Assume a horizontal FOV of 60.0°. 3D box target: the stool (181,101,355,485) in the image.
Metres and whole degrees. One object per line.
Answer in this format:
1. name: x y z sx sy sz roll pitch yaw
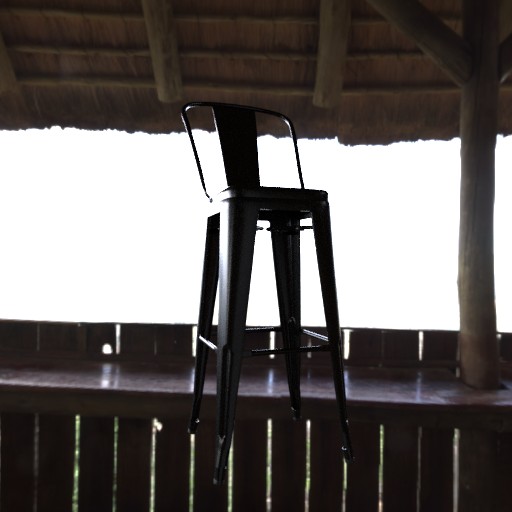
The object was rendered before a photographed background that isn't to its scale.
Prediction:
1. stool: 0.000 0.000 1.349 0.399 1.096 0.513 0 -1 -19
